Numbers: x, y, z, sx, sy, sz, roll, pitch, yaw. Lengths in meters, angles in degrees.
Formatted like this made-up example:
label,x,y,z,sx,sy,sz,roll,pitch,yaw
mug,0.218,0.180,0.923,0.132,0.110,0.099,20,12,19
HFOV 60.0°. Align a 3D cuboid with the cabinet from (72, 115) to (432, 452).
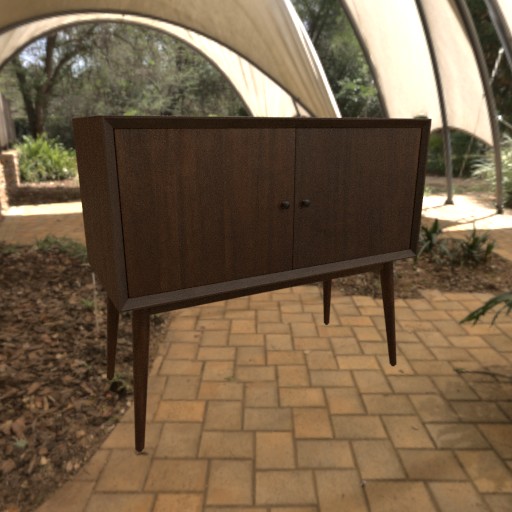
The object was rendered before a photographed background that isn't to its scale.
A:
label,x,y,z,sx,sy,sz,roll,pitch,yaw
cabinet,0.000,0.000,1.103,0.743,0.654,0.354,-9,18,-27
